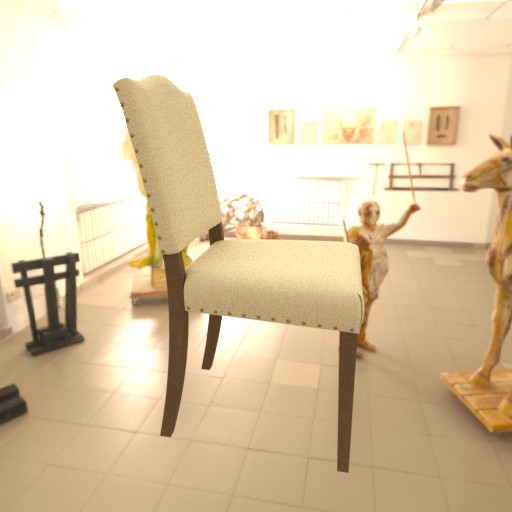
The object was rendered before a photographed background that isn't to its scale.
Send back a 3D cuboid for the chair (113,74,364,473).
[{"bbox_3d":[0.000,0.000,1.316,0.619,1.015,0.508,3,16,11],"label":"chair"}]
